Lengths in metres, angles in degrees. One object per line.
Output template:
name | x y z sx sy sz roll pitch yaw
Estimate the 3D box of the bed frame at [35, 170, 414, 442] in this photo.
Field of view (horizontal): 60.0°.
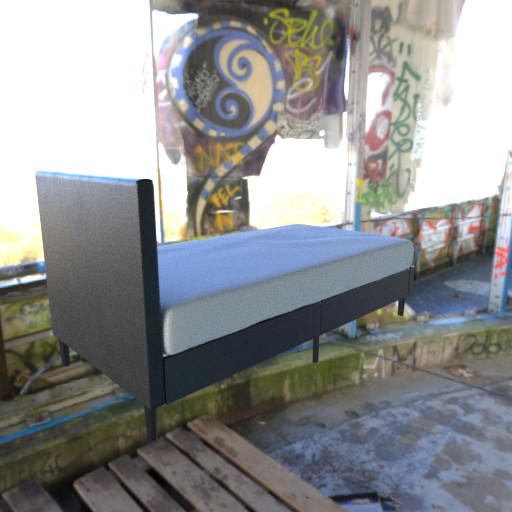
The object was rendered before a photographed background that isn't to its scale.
bed frame | 0.000 0.000 2.543 2.152 1.046 1.038 -12 18 -43
